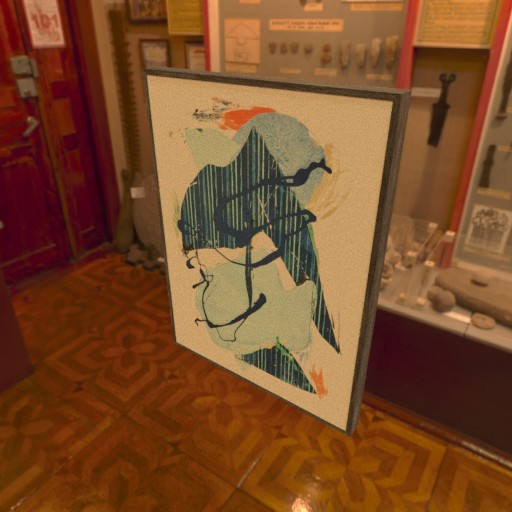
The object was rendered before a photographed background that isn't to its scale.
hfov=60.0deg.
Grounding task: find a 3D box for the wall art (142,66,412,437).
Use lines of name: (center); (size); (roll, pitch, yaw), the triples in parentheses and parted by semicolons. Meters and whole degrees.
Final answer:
wall art: (0.000, 0.000, 1.350); (0.762, 1.016, 0.063); (19, 34, 31)
